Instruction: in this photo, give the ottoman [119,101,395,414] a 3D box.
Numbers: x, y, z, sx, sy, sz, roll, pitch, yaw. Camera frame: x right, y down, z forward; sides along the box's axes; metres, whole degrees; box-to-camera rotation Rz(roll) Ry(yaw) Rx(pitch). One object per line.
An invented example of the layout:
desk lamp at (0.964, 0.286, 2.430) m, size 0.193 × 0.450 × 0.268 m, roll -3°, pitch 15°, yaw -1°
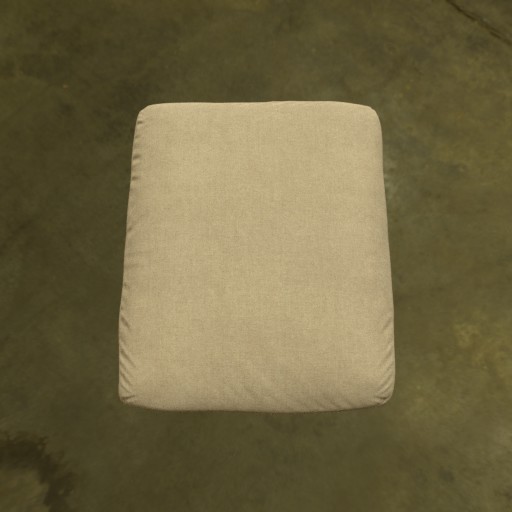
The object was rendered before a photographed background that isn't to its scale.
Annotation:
ottoman at (0.000, 0.000, 1.264) m, size 0.683 × 0.481 × 0.837 m, roll 0°, pitch 76°, yaw 0°
